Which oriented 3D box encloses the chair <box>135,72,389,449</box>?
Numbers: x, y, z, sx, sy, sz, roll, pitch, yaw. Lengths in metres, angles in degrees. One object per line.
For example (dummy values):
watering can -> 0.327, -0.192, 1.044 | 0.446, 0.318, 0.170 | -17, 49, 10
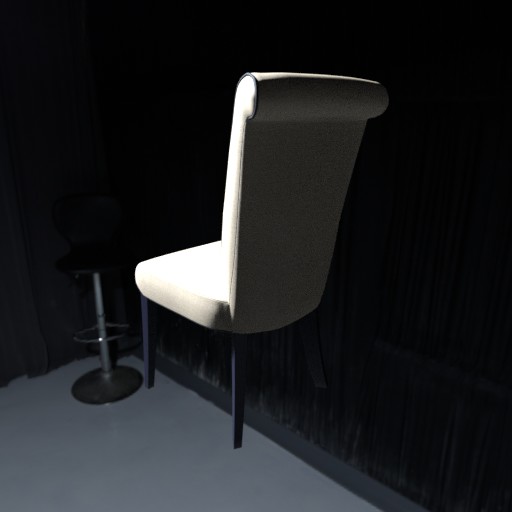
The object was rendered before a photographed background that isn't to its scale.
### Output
chair -> 0.000, 0.000, 1.362 | 0.623, 0.997, 0.522 | 17, 24, 42
